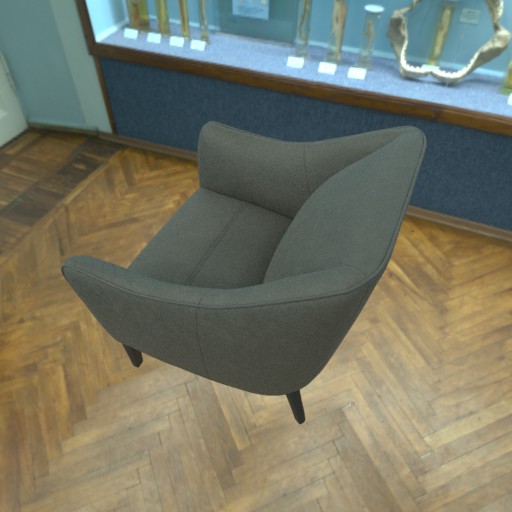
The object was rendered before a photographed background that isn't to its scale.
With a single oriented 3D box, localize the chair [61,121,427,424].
[{"bbox_3d":[0.000,0.000,1.511,0.852,0.830,0.871,18,49,16],"label":"chair"}]
